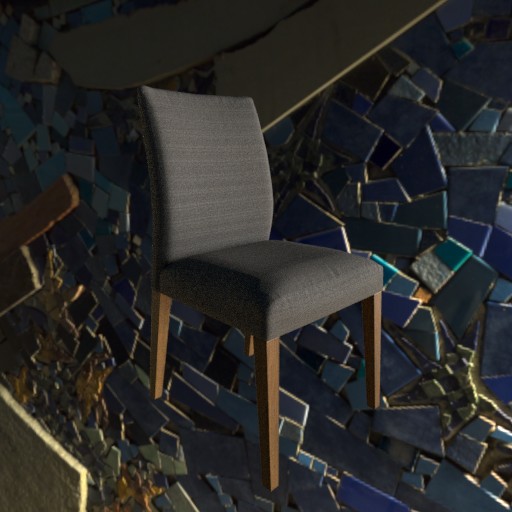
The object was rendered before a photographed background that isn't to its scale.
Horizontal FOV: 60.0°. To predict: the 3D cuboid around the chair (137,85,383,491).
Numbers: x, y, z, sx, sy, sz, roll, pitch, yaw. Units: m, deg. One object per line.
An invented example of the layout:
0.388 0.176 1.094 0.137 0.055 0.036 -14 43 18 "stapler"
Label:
0.000 0.000 1.288 0.585 0.940 0.496 13 19 43 "chair"
